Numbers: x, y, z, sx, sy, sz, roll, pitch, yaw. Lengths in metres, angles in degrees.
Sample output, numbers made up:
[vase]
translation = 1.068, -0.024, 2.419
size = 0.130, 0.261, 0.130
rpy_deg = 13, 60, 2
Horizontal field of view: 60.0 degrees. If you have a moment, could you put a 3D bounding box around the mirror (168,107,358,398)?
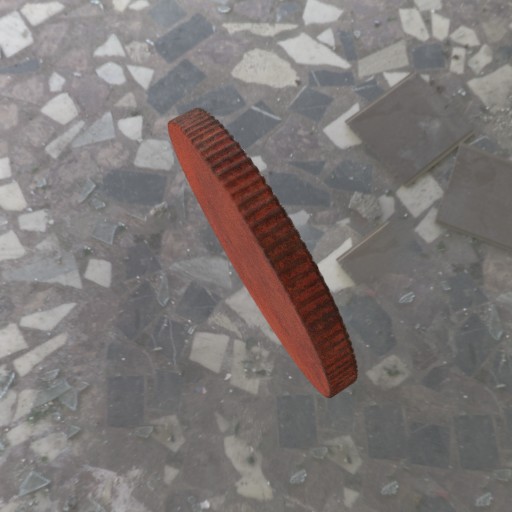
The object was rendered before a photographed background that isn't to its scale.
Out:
[mirror]
translation = 0.000, 0.000, 0.897
size = 0.056, 0.609, 0.609
rpy_deg = -30, 78, -7
